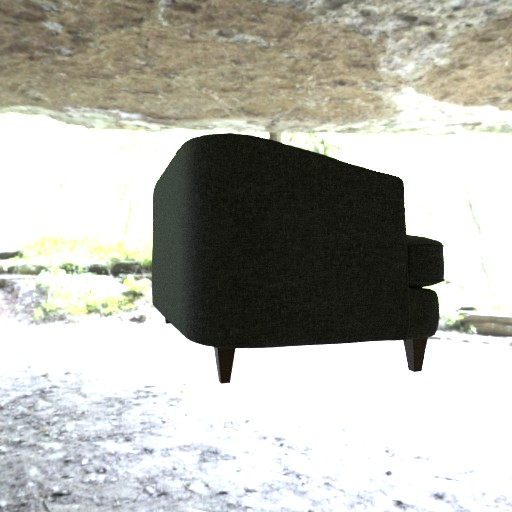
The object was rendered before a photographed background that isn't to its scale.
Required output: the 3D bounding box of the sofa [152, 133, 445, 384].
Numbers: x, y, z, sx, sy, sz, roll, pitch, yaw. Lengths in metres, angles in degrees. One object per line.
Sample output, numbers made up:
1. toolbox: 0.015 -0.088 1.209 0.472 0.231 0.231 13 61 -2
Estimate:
1. sofa: 0.000 0.000 2.274 0.941 0.855 1.733 0 0 -19
